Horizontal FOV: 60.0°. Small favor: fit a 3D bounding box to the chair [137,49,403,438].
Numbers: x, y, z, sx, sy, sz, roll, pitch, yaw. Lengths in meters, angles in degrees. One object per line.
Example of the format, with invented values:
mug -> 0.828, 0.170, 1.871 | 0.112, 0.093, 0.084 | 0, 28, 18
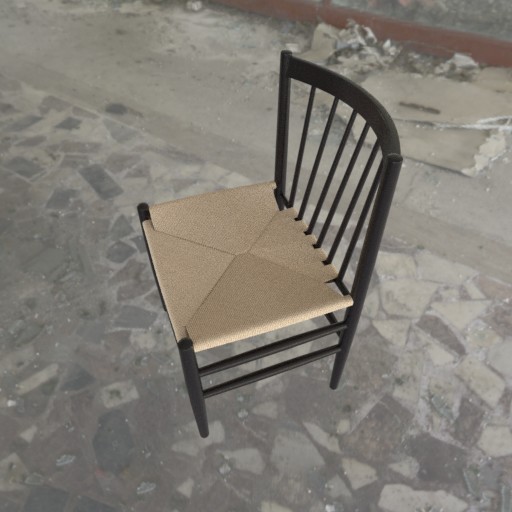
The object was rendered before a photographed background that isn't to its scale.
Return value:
chair -> 0.000, 0.000, 1.145 | 0.516, 0.818, 0.495 | -15, 49, -14
